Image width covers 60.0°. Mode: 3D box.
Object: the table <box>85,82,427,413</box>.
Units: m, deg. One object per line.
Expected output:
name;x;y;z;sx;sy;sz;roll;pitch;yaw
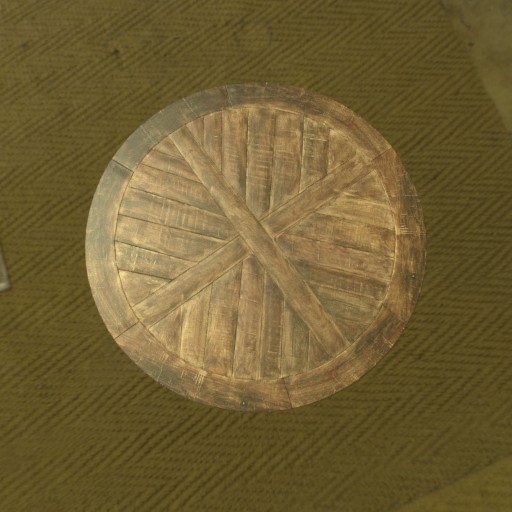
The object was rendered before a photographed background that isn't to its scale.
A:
table;0.000;0.000;2.011;1.264;0.762;1.264;0;77;0
